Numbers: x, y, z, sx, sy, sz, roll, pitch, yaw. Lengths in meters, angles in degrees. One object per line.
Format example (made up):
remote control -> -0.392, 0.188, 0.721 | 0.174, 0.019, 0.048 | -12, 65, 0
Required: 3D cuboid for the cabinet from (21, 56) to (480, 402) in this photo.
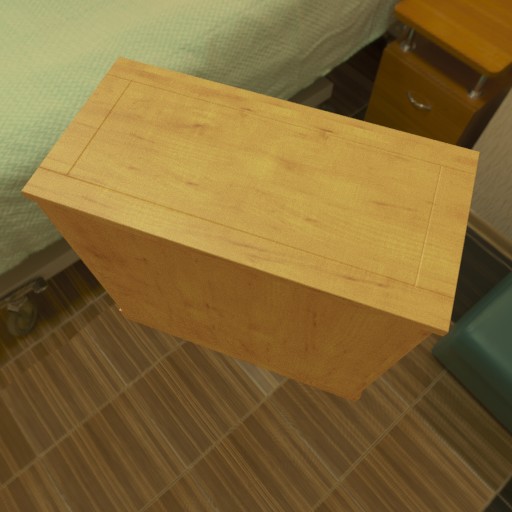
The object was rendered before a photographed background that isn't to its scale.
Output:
cabinet -> 0.000, 0.000, 1.358 | 0.920, 0.840, 0.450 | 18, 65, 9
